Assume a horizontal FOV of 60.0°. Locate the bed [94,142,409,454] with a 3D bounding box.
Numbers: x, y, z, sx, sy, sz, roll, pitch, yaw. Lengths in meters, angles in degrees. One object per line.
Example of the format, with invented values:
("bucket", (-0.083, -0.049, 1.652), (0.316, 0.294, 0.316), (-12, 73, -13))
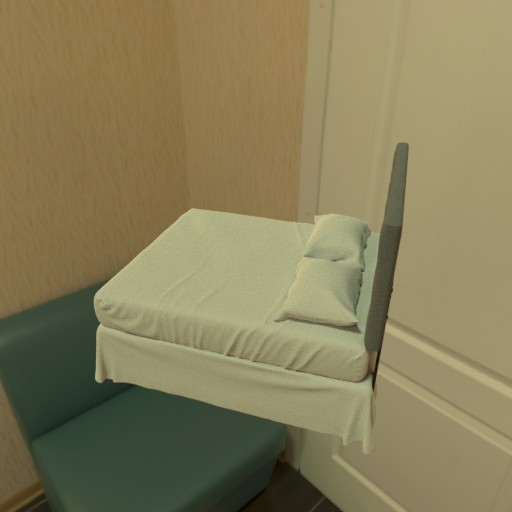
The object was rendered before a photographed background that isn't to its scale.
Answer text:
("bed", (0.000, 0.000, 3.534), (2.222, 1.577, 1.936), (9, 31, 15))
